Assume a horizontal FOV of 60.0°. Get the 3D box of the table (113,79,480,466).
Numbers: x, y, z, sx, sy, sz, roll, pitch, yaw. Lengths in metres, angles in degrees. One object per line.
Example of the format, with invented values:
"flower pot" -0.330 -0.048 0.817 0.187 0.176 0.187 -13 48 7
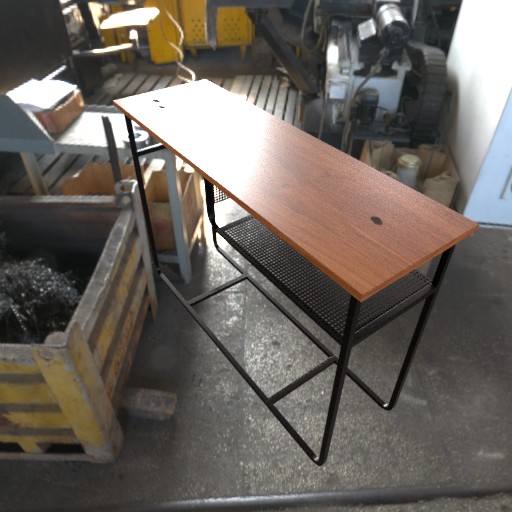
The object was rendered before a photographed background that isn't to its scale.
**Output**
"table" 0.000 0.000 1.426 0.350 0.750 1.100 -25 46 -27
